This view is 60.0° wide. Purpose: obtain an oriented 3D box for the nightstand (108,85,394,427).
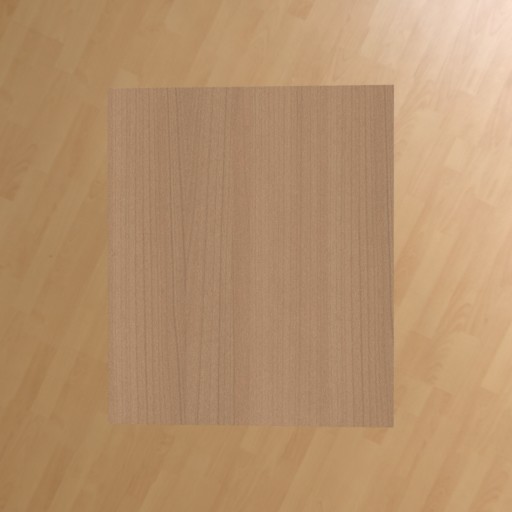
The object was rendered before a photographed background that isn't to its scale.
[{"bbox_3d":[0.000,0.000,0.853,0.380,0.530,0.450,0,90,2],"label":"nightstand"}]
